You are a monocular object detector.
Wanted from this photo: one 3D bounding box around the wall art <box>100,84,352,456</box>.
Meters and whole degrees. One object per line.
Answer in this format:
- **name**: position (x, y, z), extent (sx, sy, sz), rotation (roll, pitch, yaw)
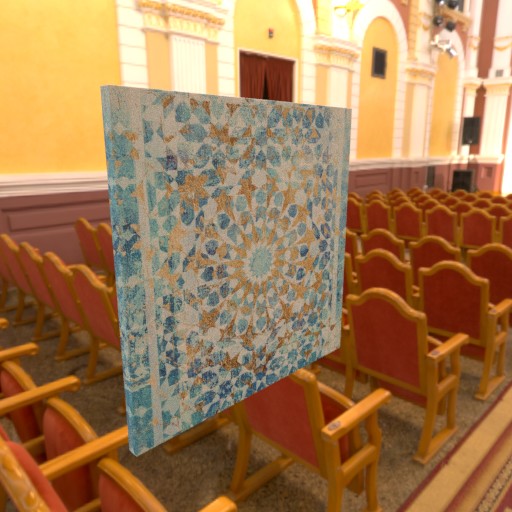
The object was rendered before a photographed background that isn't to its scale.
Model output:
- **wall art**: position (0.000, 0.000, 1.372), extent (0.916, 0.916, 0.040), rotation (-14, 19, -43)
